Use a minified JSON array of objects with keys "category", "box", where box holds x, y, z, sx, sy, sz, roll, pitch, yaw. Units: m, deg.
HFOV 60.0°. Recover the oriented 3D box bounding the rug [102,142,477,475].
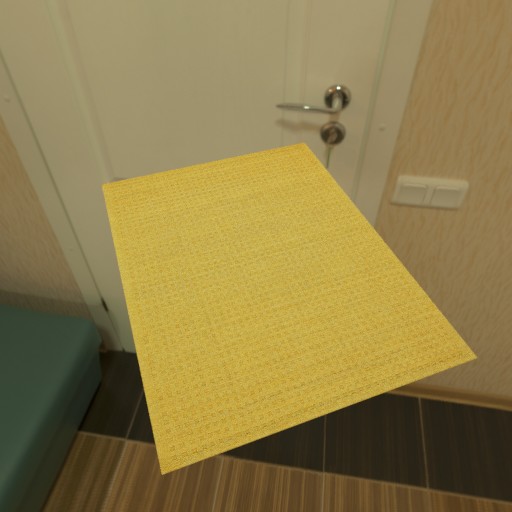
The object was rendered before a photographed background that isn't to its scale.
[{"category":"rug","box":[0.000,0.000,4.210,2.486,0.015,3.242,-15,48,-14]}]
